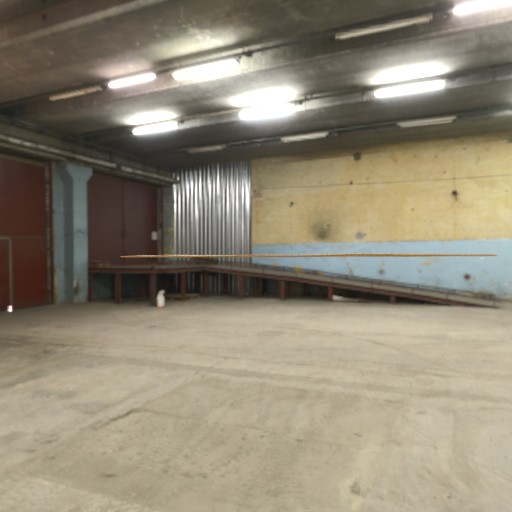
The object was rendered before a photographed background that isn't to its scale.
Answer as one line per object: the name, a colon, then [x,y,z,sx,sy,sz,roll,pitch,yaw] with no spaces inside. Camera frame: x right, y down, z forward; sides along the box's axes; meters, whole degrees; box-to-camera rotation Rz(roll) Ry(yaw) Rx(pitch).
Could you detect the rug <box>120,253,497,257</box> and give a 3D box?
rug: [0.000,0.000,2.486,0.704,0.014,2.294,0,0,-37]
